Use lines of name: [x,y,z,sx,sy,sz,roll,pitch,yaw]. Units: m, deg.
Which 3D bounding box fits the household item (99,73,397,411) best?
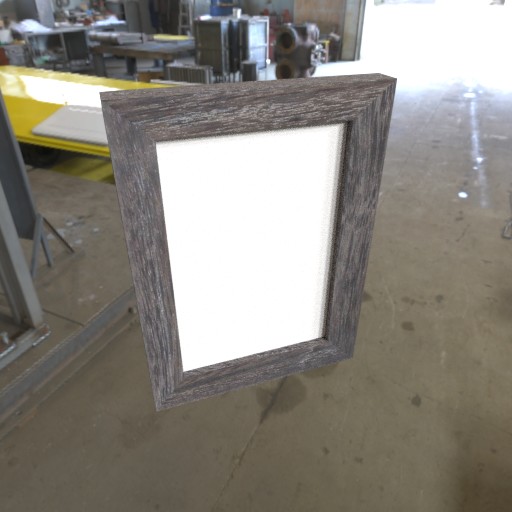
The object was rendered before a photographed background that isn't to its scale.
household item: [0.000,0.000,0.244,0.133,0.180,0.020,-10,33,-16]
